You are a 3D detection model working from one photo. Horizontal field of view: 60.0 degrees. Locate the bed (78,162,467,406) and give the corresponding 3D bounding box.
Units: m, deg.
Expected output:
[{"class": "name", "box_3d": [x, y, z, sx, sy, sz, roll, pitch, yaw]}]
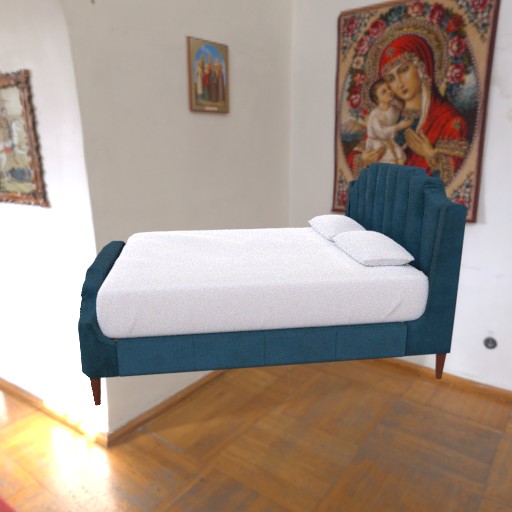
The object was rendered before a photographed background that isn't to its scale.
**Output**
[{"class": "bed", "box_3d": [0.000, 0.000, 3.384, 2.322, 1.351, 1.676, -2, 15, -8]}]
